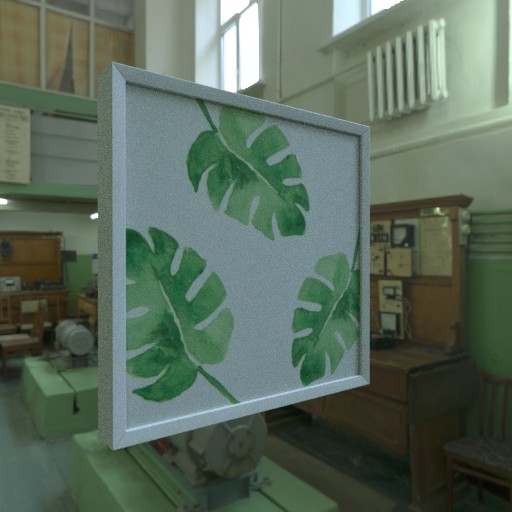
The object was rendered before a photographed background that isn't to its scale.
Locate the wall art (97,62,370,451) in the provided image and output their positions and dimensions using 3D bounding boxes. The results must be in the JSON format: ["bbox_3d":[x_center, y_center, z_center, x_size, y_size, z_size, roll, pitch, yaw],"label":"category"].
[{"bbox_3d":[0.000,0.000,0.451,0.305,0.305,0.038,0,0,-36],"label":"wall art"}]
